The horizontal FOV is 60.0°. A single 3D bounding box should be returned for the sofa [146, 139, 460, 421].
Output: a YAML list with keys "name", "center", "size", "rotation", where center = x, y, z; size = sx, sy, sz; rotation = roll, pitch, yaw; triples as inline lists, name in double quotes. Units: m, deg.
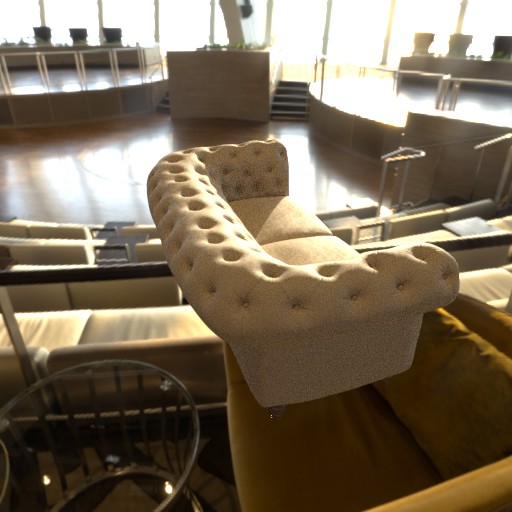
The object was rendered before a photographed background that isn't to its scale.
- name: "sofa"
  center: [0.000, 0.000, 2.529]
  size: [1.069, 0.835, 1.988]
  rotation: [-10, 31, -17]
